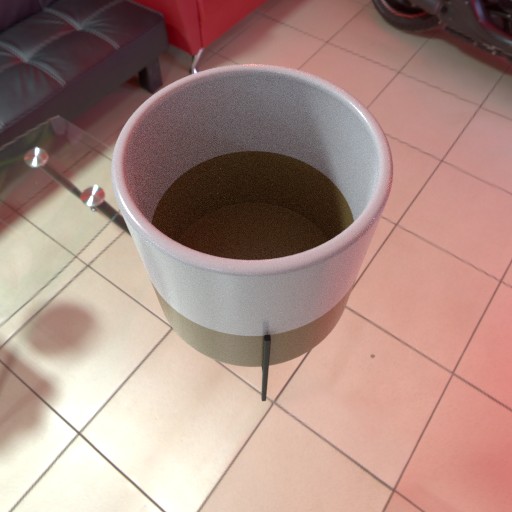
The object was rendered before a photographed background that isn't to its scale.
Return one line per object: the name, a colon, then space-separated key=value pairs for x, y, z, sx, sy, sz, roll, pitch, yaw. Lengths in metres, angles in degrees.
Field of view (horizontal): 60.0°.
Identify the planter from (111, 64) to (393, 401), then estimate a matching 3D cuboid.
planter: x=0.000 y=0.000 z=0.656 sx=0.310 sy=0.432 sz=0.310 roll=-18 pitch=61 yaw=-11
